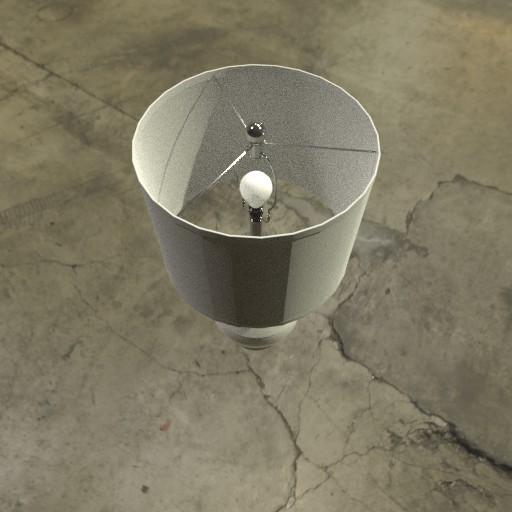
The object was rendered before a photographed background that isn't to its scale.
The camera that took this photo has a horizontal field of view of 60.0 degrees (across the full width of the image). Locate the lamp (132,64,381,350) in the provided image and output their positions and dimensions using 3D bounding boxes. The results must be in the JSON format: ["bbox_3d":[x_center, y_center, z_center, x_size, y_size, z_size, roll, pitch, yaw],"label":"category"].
[{"bbox_3d":[0.000,0.000,0.899,0.357,0.673,0.357,32,62,19],"label":"lamp"}]
